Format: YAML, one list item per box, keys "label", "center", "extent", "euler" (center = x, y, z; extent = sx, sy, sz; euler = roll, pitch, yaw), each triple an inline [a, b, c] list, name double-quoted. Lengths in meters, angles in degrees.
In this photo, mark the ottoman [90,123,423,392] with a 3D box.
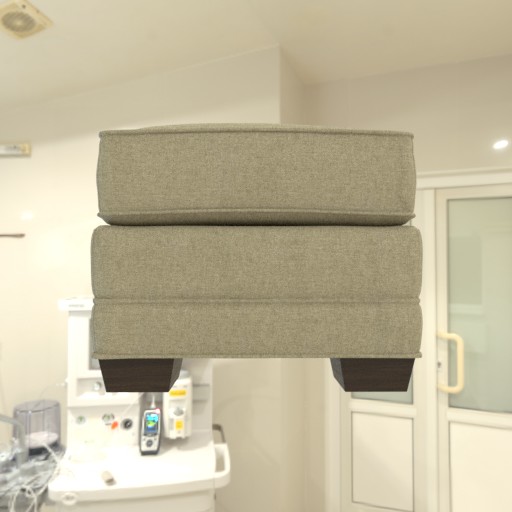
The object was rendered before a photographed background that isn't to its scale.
- label: "ottoman"
  center: [0.000, 0.000, 1.186]
  extent: [0.611, 0.508, 0.848]
  euler: [0, -2, 0]
